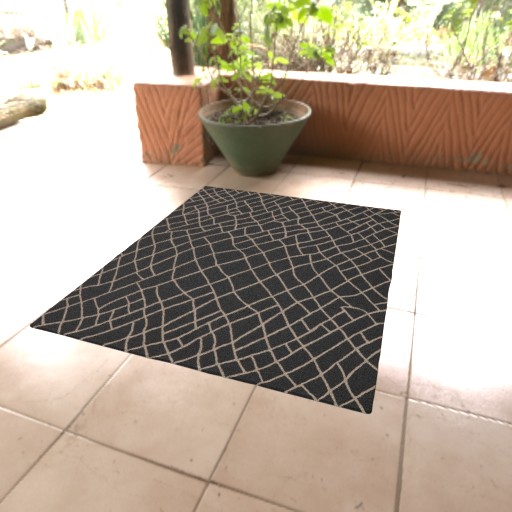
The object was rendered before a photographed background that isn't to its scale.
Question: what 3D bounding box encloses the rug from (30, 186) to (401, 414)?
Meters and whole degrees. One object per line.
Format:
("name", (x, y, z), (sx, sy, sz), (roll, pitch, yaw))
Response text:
("rug", (0.000, 0.000, 4.108), (2.439, 0.022, 3.047), (10, 31, 16))
